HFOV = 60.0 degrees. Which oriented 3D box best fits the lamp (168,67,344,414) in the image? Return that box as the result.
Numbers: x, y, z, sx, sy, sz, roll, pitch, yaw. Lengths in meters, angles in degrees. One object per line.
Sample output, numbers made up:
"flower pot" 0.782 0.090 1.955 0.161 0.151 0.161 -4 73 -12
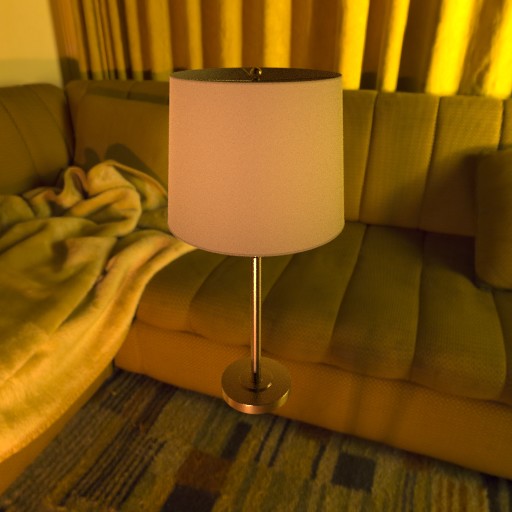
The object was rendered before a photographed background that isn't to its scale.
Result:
"lamp" 0.000 0.000 0.885 0.333 0.696 0.333 0 27 0
